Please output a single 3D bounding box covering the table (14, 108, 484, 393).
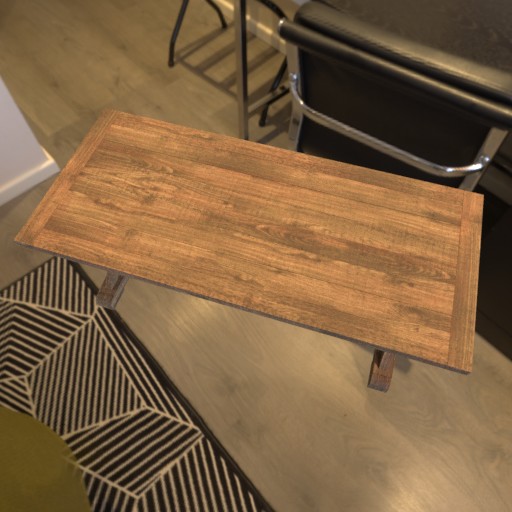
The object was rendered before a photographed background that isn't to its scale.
[{"bbox_3d":[0.000,0.000,2.400,2.031,0.733,0.907,15,61,9],"label":"table"}]
